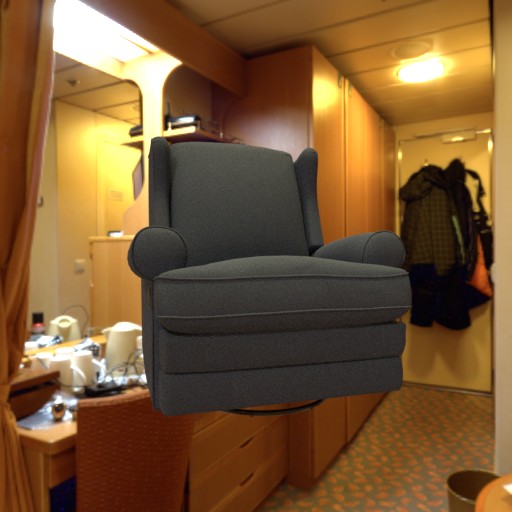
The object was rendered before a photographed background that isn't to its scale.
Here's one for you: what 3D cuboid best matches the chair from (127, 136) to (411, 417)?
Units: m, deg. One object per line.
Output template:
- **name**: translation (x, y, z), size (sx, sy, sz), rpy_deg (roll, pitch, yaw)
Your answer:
- **chair**: translation (0.000, 0.000, 1.730), size (0.971, 1.020, 0.877), rpy_deg (0, 1, -18)
